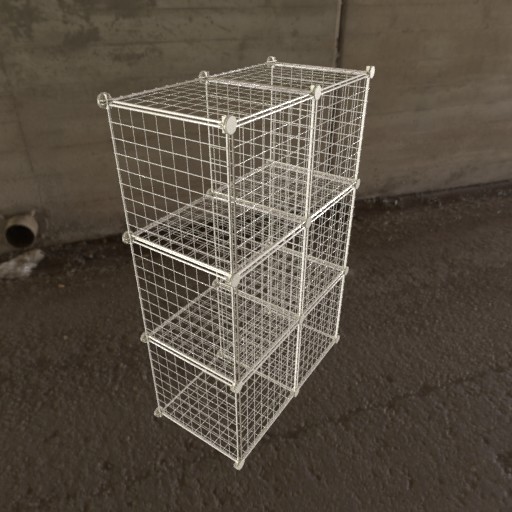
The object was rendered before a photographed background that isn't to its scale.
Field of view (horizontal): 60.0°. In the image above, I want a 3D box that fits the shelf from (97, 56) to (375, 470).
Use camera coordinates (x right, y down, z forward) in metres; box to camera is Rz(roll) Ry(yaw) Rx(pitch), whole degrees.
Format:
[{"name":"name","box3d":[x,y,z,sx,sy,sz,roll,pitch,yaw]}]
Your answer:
[{"name":"shelf","box3d":[0.000,0.000,1.407,0.356,1.067,0.711,20,37,29]}]
